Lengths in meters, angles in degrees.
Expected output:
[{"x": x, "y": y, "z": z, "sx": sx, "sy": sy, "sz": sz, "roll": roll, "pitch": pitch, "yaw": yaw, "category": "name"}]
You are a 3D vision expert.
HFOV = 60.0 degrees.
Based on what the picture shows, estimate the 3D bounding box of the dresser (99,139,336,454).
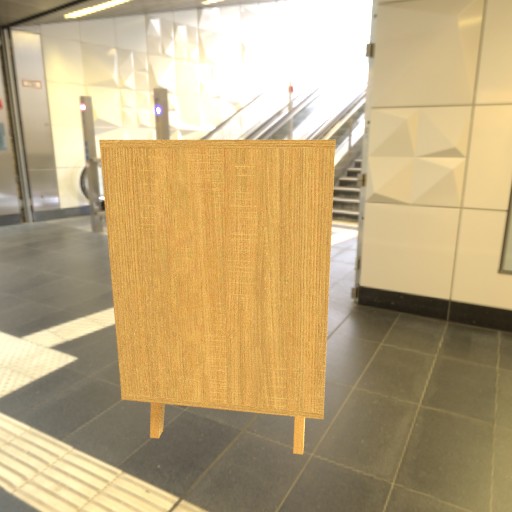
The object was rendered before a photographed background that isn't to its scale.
[{"x": 0.000, "y": 0.000, "z": 1.540, "sx": 0.500, "sy": 0.780, "sz": 1.110, "roll": 2, "pitch": 15, "yaw": 9, "category": "dresser"}]
